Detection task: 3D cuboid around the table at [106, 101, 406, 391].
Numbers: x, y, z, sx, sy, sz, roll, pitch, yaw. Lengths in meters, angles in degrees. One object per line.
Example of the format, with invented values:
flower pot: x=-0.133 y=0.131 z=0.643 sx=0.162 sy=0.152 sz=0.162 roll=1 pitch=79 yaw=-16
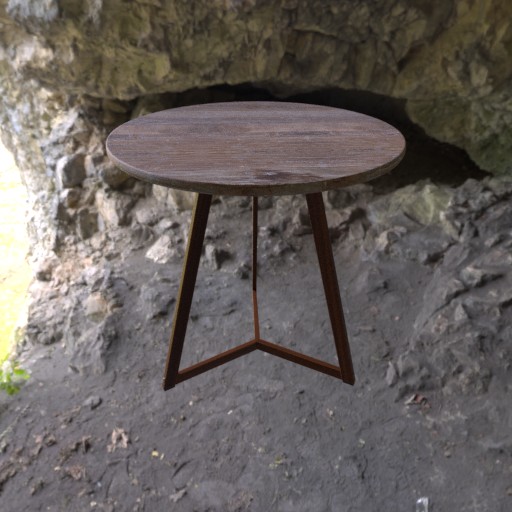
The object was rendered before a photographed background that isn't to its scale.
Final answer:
table: x=0.000 y=0.000 z=0.894 sx=0.500 sy=0.500 sz=0.500 roll=0 pitch=31 yaw=0
